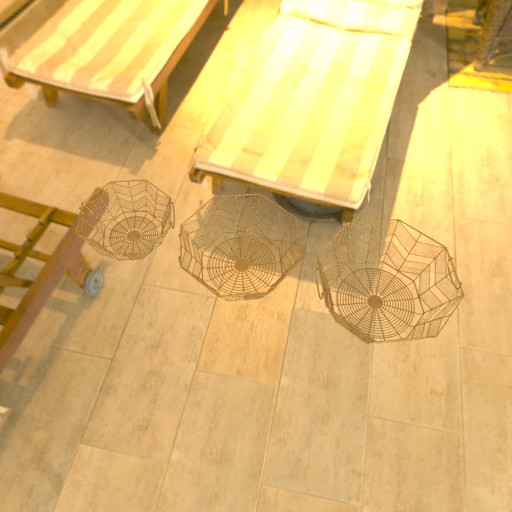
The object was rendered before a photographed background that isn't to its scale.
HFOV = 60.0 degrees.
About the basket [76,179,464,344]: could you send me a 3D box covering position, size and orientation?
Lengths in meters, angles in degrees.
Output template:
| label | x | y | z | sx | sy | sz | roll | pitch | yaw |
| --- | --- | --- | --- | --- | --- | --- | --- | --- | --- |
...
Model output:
| label | x | y | z | sx | sy | sz | roll | pitch | yaw |
| --- | --- | --- | --- | --- | --- | --- | --- | --- | --- |
| basket | 0.000 | 0.000 | 1.435 | 1.245 | 0.178 | 0.432 | 15 | 59 | 9 |
